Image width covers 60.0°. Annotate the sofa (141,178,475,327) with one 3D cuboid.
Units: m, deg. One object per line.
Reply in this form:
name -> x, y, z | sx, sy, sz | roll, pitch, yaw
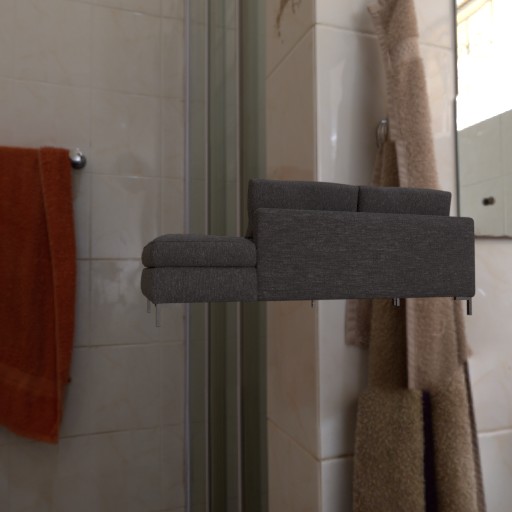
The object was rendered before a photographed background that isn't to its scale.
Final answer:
sofa -> 0.000, 0.000, 3.866 | 2.007, 0.815, 2.949 | 1, -2, -17
